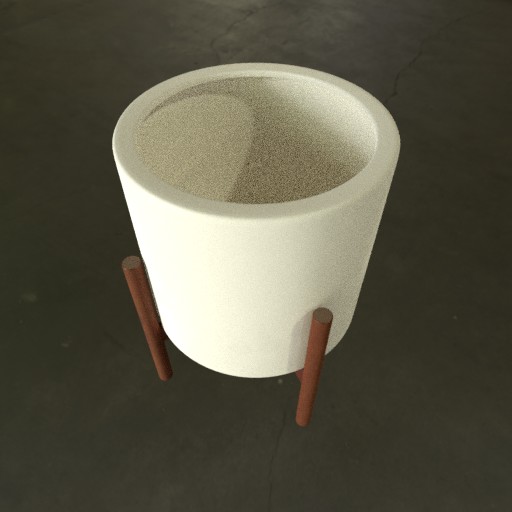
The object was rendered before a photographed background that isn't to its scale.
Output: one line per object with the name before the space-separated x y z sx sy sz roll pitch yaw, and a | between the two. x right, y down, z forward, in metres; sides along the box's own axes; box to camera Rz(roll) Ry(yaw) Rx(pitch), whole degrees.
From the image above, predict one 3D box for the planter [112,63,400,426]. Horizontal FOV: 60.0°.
planter | 0.000 0.000 0.871 0.421 0.581 0.420 17 50 15
